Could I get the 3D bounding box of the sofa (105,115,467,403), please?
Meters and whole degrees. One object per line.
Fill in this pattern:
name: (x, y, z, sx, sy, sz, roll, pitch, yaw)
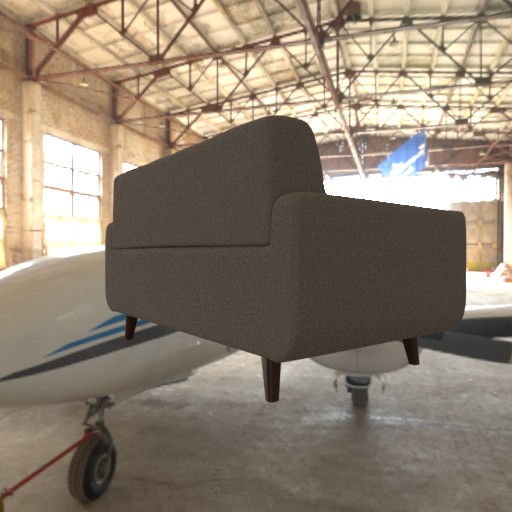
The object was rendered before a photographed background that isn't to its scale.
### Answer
sofa: (0.000, 0.000, 2.176, 0.952, 0.925, 1.651, 0, 1, -37)
